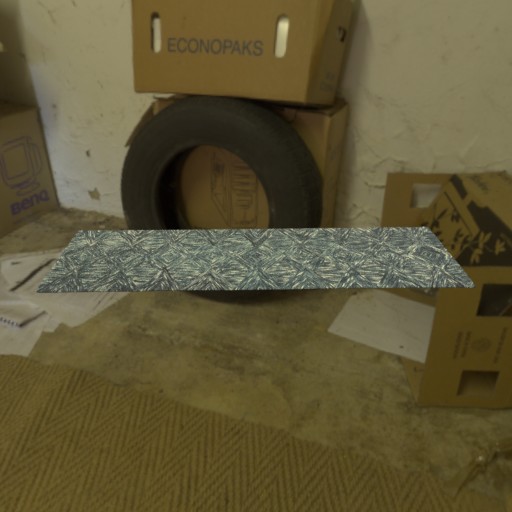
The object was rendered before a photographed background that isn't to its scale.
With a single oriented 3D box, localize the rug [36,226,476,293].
[{"bbox_3d":[0.000,0.000,2.608,2.306,0.013,0.719,-1,30,-1],"label":"rug"}]
